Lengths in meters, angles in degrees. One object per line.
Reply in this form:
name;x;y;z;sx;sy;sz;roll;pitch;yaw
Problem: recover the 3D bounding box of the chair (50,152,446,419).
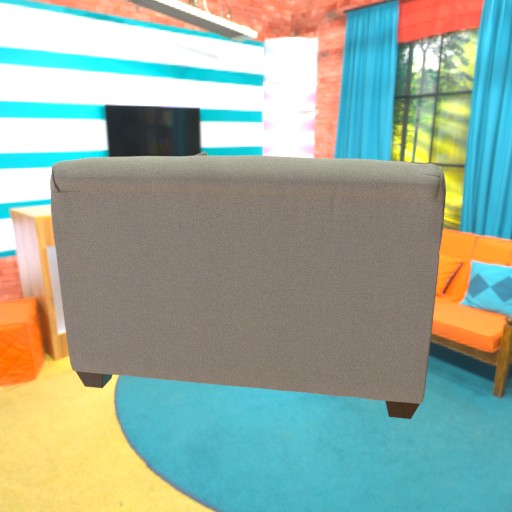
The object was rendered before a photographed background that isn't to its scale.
chair;0.000;0.000;2.037;1.383;0.948;1.000;3;16;9
